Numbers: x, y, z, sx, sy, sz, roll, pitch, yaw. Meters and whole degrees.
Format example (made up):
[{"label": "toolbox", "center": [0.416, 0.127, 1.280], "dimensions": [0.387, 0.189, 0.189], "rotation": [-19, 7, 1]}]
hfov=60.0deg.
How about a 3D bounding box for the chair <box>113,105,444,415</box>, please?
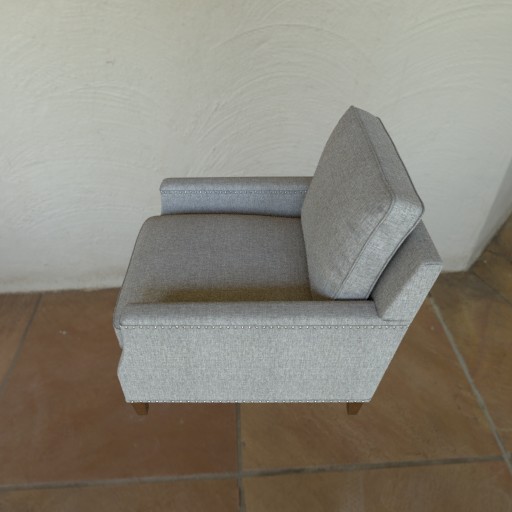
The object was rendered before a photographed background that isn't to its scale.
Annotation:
[{"label": "chair", "center": [0.000, 0.000, 1.715], "dimensions": [1.014, 0.943, 0.853], "rotation": [0, 41, 0]}]
